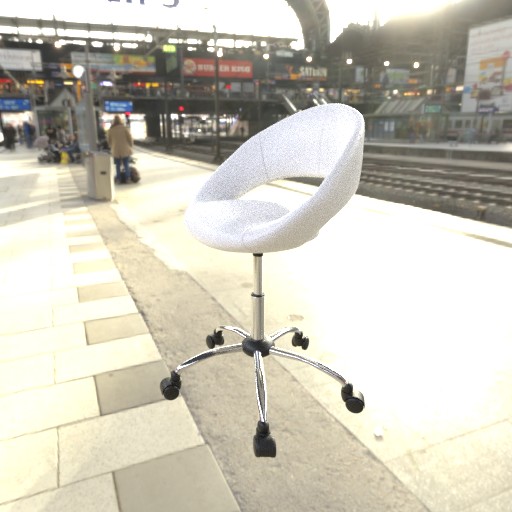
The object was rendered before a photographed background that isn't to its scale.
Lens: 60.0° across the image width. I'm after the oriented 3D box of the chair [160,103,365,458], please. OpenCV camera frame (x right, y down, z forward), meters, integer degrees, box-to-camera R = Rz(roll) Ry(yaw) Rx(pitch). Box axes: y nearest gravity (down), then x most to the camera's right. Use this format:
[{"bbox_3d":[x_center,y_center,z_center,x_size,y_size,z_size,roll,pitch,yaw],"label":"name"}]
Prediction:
[{"bbox_3d":[0.000,0.000,1.201,0.538,0.791,0.612,-8,18,-25],"label":"chair"}]
